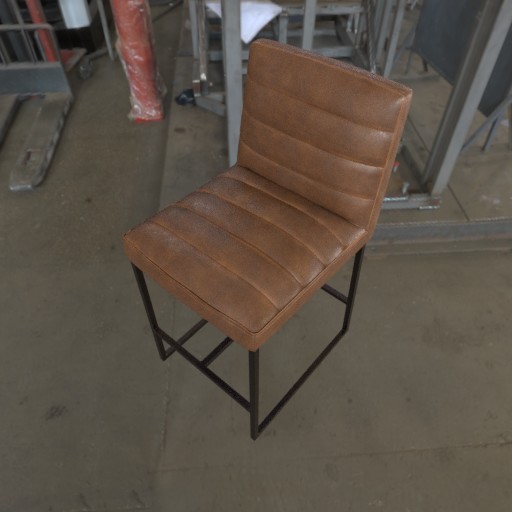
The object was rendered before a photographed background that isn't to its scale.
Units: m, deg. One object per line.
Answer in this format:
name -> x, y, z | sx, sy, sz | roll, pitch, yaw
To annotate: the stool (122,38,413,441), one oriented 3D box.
stool -> 0.000, 0.000, 1.248 | 0.463, 0.942, 0.562 | 32, 55, 26
